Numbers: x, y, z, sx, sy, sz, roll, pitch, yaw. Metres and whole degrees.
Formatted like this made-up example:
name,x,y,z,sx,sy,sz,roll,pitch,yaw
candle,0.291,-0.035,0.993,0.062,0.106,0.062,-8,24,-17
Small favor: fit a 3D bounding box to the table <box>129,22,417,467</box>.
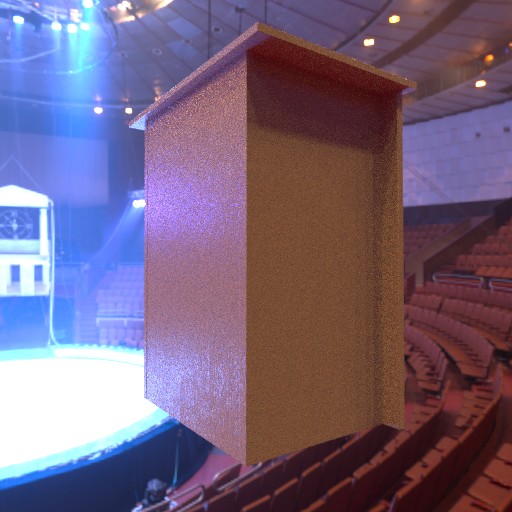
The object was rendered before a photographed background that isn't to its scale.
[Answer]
name,x,y,z,sx,sy,sz,roll,pitch,yaw
table,0.000,0.000,1.038,0.406,0.711,0.589,1,-1,-35
